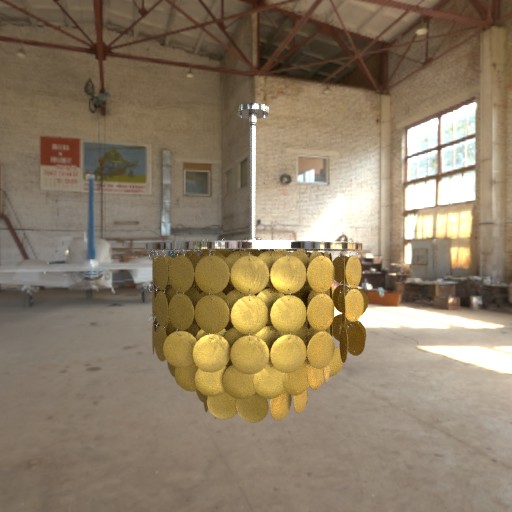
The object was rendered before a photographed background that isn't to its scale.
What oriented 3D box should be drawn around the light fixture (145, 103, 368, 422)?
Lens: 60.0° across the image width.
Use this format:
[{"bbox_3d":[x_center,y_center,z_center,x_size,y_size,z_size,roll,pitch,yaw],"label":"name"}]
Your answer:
[{"bbox_3d":[0.000,0.000,0.742,0.368,0.492,0.368,0,0,0],"label":"light fixture"}]
